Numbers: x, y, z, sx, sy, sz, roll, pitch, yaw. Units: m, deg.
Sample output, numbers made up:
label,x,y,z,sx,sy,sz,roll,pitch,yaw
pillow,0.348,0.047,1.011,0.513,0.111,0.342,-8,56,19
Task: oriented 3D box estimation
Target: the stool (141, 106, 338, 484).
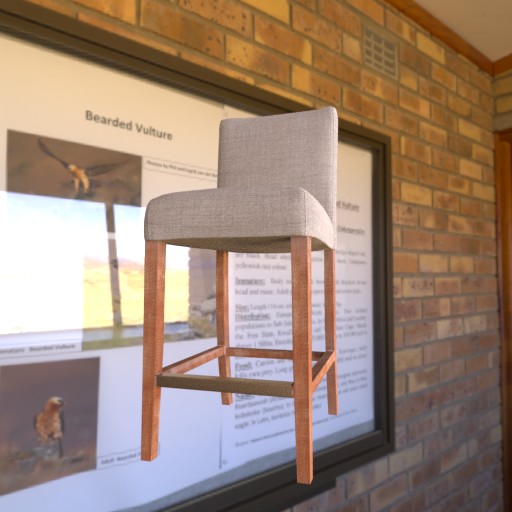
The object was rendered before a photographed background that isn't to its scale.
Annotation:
label,x,y,z,sx,sy,sz,roll,pitch,yaw
stool,0.000,0.000,1.319,0.454,1.039,0.567,-1,-3,18
